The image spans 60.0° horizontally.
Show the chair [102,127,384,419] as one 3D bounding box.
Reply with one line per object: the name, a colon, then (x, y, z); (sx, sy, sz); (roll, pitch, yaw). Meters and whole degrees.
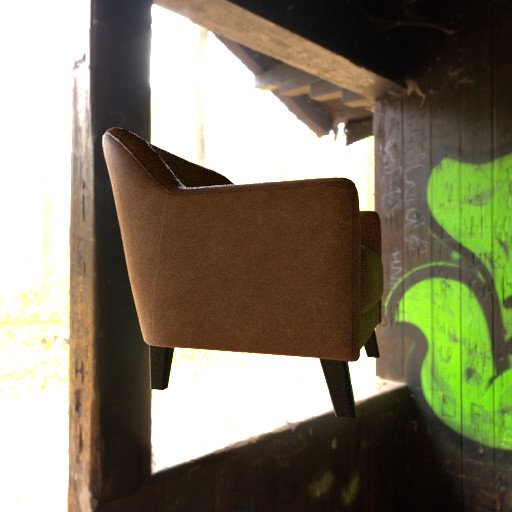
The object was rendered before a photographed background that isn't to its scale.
chair: (0.000, 0.000, 1.912); (1.034, 0.980, 1.037); (0, -1, 20)
